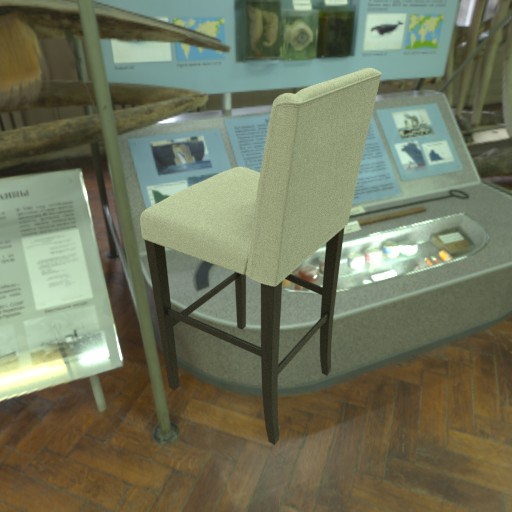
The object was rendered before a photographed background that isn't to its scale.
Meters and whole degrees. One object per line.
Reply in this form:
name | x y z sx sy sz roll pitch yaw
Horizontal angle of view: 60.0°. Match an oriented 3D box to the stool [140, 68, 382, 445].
stool | 0.000 0.000 1.414 0.509 1.116 0.474 20 37 30
